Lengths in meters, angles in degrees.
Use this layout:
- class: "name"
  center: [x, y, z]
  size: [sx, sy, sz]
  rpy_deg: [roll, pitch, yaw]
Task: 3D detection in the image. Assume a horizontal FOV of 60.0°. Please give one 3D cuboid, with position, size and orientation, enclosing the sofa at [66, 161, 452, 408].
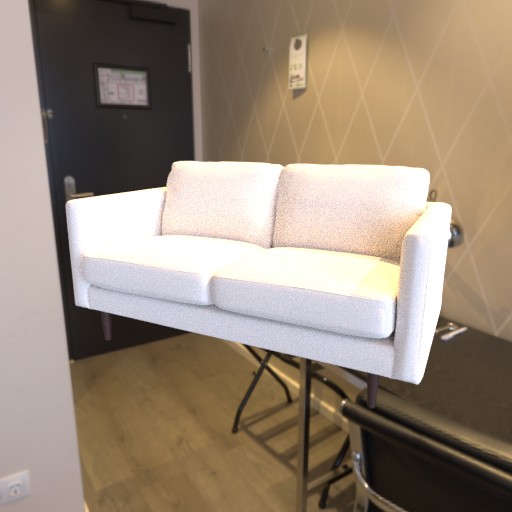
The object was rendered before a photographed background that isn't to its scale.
- class: "sofa"
  center: [0.000, 0.000, 2.224]
  size: [1.713, 0.893, 0.940]
  rpy_deg: [7, 16, 26]
